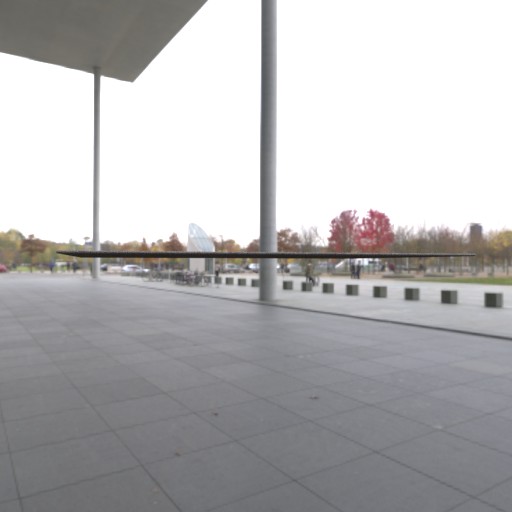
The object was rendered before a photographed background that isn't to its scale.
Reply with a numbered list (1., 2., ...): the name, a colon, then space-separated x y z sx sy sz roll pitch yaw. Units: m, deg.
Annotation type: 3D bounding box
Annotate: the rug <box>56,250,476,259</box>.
1. rug: 0.000 0.000 3.155 2.438 0.015 1.524 0 -1 -18
